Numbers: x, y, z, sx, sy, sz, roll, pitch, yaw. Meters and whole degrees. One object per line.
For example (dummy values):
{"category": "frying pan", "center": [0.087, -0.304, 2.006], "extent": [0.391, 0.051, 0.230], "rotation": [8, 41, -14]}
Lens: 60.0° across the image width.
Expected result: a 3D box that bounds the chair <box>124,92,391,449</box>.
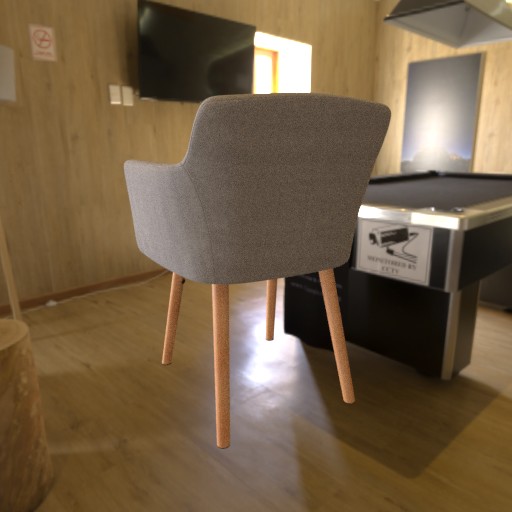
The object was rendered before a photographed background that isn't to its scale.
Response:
{"category": "chair", "center": [0.000, 0.000, 1.180], "extent": [0.570, 0.780, 0.540], "rotation": [-8, 17, -27]}
